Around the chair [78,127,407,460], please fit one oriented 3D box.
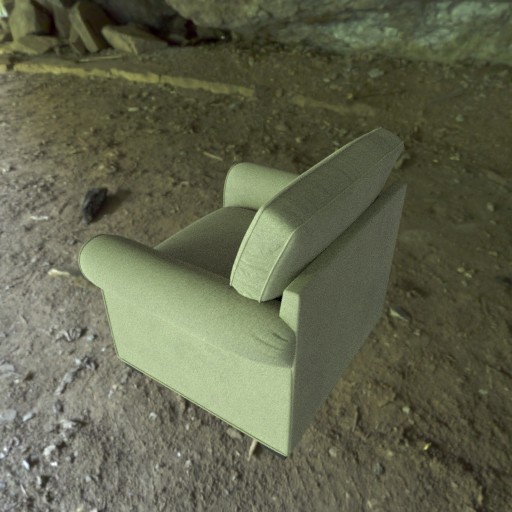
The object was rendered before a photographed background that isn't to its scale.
[{"bbox_3d":[0.000,0.000,1.941,0.939,1.044,1.147,20,38,28],"label":"chair"}]
